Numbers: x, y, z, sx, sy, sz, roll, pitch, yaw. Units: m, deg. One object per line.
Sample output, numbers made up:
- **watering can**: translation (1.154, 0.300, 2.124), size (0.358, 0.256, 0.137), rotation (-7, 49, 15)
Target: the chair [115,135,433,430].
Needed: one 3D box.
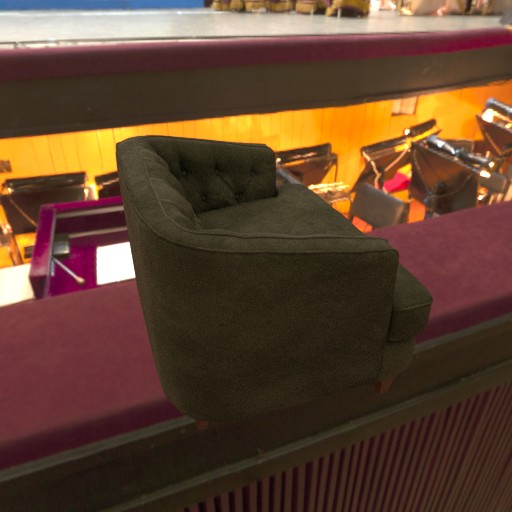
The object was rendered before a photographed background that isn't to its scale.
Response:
- **chair**: translation (0.000, 0.000, 1.794), size (0.941, 0.852, 1.104), rotation (-11, 34, -17)
